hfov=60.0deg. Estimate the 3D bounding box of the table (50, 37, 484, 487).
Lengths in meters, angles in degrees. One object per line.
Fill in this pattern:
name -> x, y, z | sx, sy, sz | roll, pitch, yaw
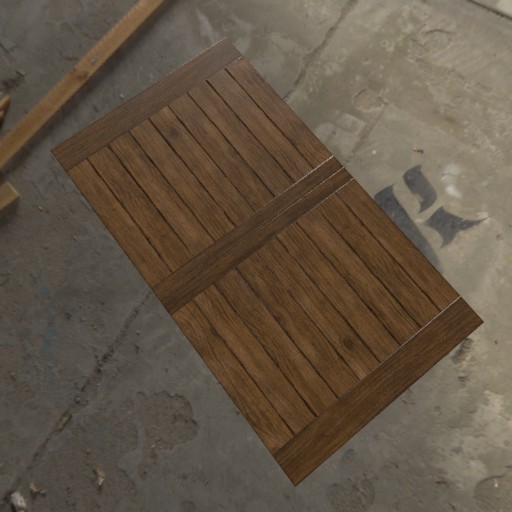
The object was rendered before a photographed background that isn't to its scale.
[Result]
table -> 0.000, 0.000, 2.149 | 0.931, 0.757, 1.641 | -37, 78, -9
